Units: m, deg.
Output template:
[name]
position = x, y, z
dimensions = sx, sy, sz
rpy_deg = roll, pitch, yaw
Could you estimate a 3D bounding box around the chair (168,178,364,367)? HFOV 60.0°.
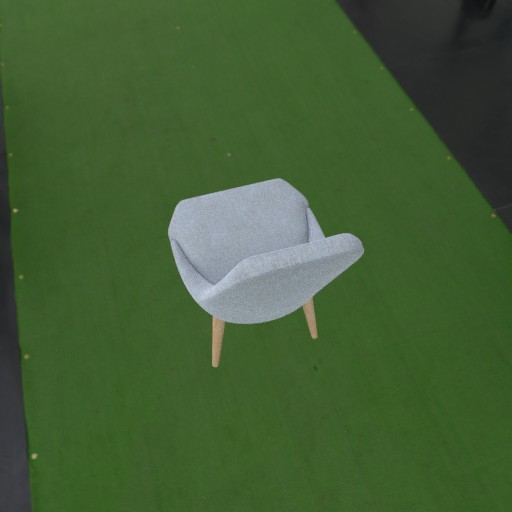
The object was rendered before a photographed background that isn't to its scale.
[chair]
position = 0.000, 0.000, 1.406
dimensions = 0.510, 1.040, 0.660
rpy_deg = -14, 61, -8
